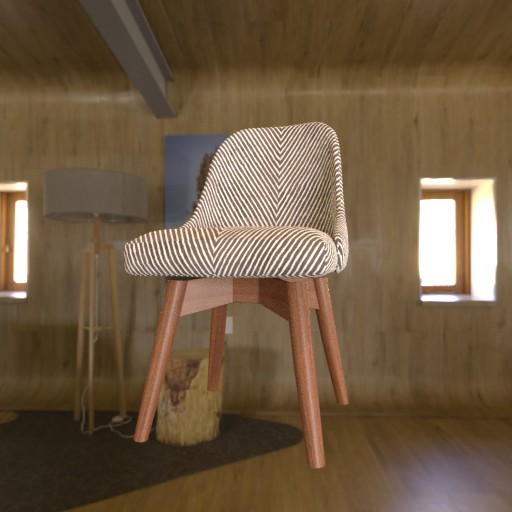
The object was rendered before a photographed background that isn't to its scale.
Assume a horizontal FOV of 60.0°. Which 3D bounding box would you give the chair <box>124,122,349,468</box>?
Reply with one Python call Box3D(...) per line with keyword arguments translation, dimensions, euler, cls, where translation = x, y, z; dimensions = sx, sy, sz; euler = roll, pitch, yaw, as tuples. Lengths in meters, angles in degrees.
Box3D(translation=(0.000, 0.000, 1.231), dimensions=(0.504, 0.883, 0.591), euler=(0, 0, 18), cls="chair")
